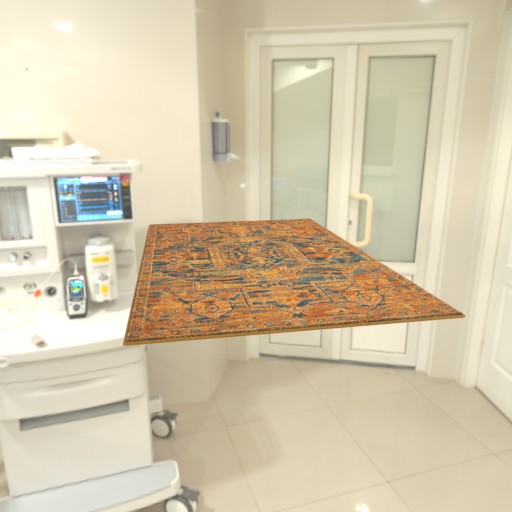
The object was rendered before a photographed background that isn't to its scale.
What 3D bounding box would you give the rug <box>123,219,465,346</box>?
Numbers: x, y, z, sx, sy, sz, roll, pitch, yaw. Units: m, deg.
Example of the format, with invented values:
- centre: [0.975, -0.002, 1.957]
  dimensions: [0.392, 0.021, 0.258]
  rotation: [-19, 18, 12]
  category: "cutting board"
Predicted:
- centre: [0.000, 0.000, 1.103]
  dimensions: [0.557, 0.008, 0.863]
  rotation: [-3, 16, -10]
  category: "rug"
